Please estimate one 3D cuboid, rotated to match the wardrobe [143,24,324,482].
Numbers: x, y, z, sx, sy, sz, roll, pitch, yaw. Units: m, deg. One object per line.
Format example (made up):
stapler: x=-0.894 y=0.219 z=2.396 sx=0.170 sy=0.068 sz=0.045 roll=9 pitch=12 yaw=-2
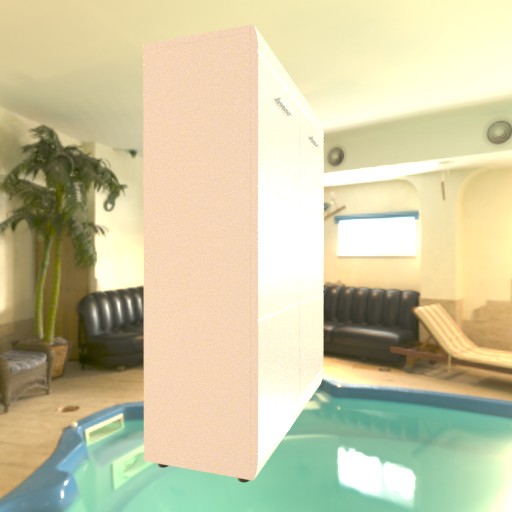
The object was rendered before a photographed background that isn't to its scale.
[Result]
wardrobe: x=0.000 y=0.000 z=1.619 sx=0.360 sy=1.200 sz=0.900 roll=0 pitch=0 yaw=19
